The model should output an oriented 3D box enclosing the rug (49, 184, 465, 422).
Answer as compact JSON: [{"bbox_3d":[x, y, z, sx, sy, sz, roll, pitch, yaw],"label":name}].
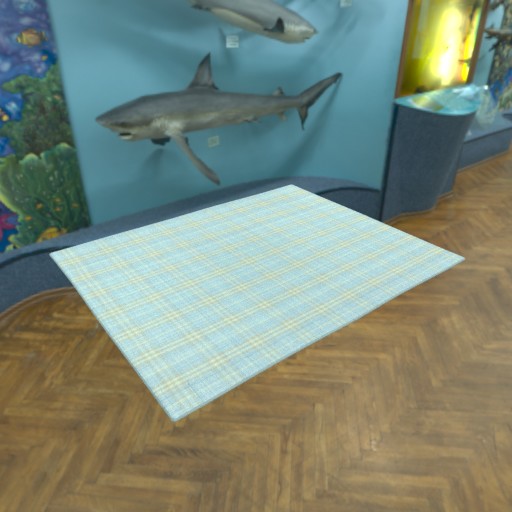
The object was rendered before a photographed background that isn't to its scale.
[{"bbox_3d":[0.000,0.000,4.159,3.066,0.030,2.462,-21,35,-32],"label":"rug"}]
